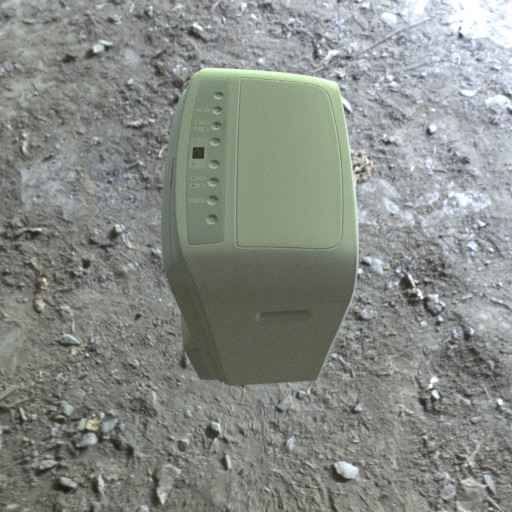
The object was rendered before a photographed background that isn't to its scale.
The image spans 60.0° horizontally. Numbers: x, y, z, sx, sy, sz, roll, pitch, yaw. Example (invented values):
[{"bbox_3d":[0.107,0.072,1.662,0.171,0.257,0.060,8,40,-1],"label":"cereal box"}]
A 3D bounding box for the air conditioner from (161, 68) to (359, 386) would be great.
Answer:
[{"bbox_3d":[0.000,0.000,0.966,0.365,0.700,0.454,0,64,0],"label":"air conditioner"}]
